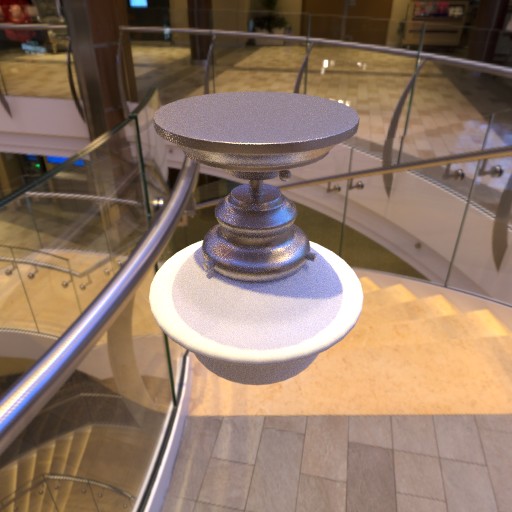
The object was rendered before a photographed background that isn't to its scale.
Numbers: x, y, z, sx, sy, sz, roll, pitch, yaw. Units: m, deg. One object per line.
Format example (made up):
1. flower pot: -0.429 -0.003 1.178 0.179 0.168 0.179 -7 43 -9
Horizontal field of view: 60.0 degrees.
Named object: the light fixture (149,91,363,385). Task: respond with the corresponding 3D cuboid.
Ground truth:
1. light fixture: 0.000 0.000 0.399 0.199 0.254 0.199 0 32 0
